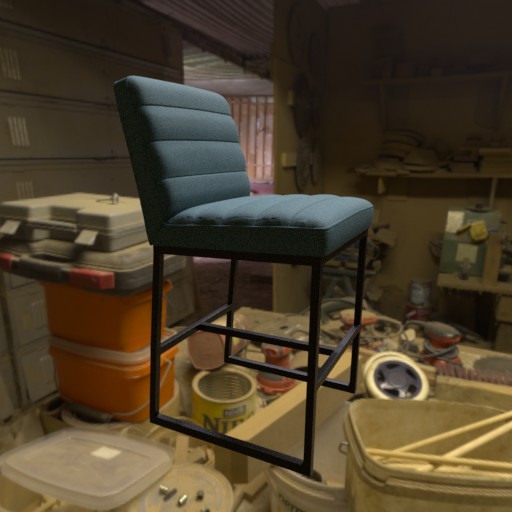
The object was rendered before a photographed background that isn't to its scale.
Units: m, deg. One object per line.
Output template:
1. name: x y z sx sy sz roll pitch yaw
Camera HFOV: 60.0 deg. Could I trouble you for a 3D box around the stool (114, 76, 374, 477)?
1. stool: 0.000 0.000 1.252 0.560 0.940 0.460 7 15 26
